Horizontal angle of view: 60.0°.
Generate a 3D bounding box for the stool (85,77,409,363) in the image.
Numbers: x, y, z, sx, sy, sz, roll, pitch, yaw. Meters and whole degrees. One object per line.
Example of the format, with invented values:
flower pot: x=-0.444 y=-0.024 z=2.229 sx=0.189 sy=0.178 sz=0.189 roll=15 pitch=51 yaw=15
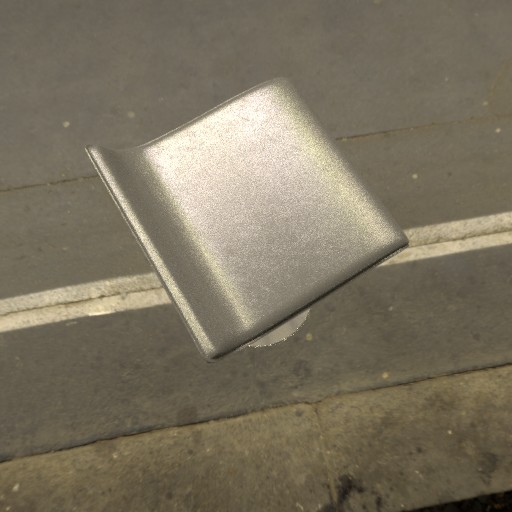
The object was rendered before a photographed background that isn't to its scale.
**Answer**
stool: x=0.000 y=0.000 z=1.052 sx=0.381 sy=0.851 sz=0.381 roll=-31 pitch=77 yaw=-8
